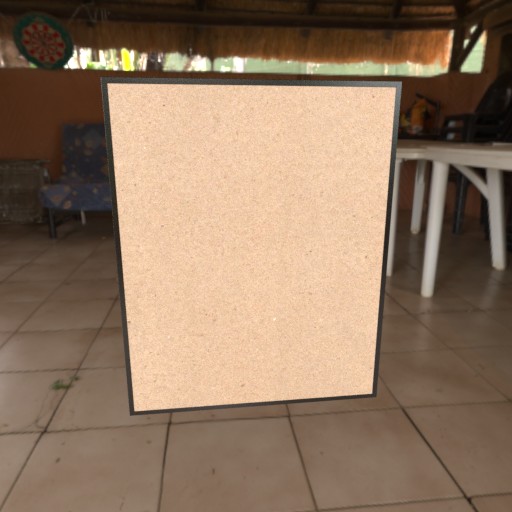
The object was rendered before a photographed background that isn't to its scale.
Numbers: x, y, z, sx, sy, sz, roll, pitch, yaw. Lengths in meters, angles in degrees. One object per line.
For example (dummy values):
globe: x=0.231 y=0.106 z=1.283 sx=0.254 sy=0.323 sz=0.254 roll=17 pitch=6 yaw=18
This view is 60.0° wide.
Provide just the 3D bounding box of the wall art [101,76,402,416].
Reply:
wall art: x=0.000 y=0.000 z=0.744 sx=0.448 sy=0.551 sz=0.038 roll=-2 pitch=15 yaw=-7
